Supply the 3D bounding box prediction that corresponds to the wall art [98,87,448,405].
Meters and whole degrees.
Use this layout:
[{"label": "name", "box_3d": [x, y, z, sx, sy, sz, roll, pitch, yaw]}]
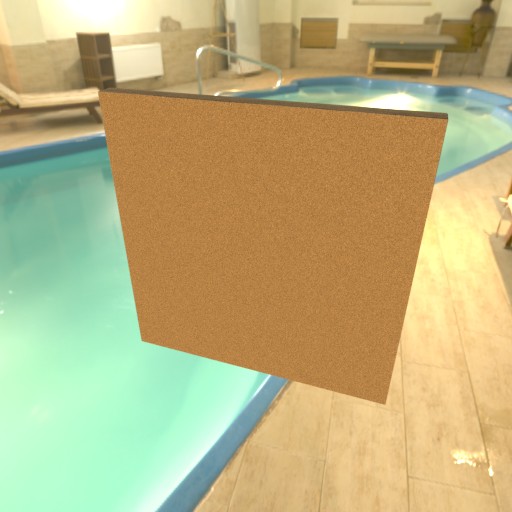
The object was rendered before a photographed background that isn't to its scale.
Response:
[{"label": "wall art", "box_3d": [0.000, 0.000, 1.115, 0.749, 0.751, 0.050, 10, 33, 17]}]
